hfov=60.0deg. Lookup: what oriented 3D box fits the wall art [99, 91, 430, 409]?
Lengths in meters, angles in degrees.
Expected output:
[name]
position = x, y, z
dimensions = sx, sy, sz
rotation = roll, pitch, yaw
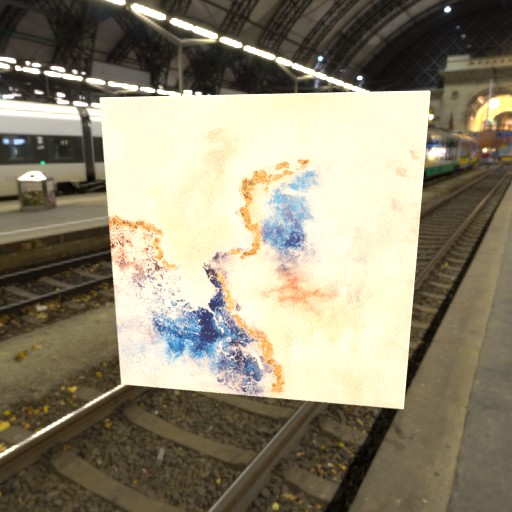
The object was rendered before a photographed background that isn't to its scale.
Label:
[wall art]
position = 0.000, 0.000, 1.295
dimensions = 0.889, 0.889, 0.038
rotation = 2, 13, 9
